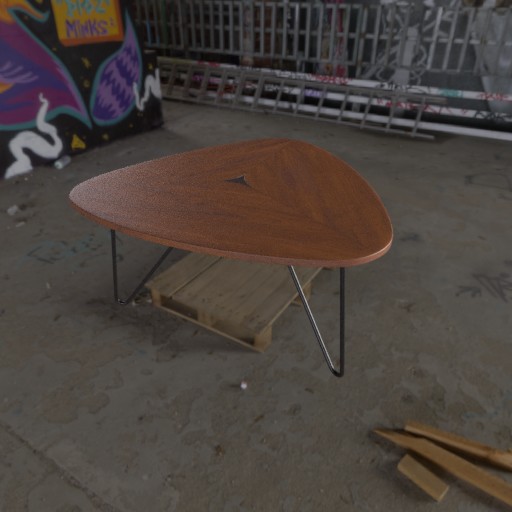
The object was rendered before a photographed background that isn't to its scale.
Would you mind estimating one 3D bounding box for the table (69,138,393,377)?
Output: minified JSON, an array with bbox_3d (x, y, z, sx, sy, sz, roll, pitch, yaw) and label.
[{"bbox_3d":[0.000,0.000,1.306,0.833,0.413,0.821,-22,38,-32],"label":"table"}]
